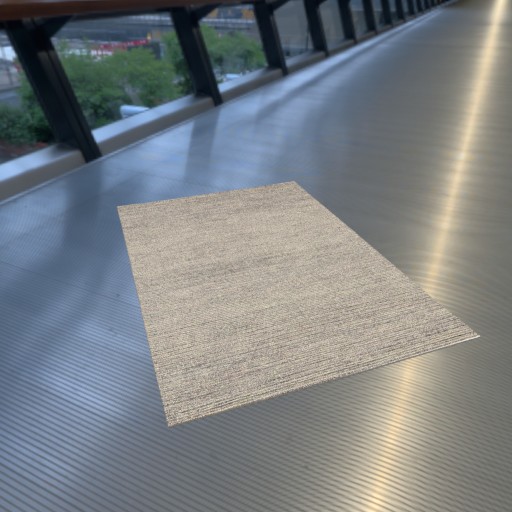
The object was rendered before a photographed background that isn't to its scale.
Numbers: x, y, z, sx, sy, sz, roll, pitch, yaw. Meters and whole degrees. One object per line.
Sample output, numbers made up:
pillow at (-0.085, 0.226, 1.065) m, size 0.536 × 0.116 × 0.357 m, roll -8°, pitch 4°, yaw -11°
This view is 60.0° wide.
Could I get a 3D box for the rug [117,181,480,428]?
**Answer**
rug at (0.000, 0.000, 2.952) m, size 1.604 × 0.030 × 2.307 m, roll -11°, pitch 32°, yaw -17°
